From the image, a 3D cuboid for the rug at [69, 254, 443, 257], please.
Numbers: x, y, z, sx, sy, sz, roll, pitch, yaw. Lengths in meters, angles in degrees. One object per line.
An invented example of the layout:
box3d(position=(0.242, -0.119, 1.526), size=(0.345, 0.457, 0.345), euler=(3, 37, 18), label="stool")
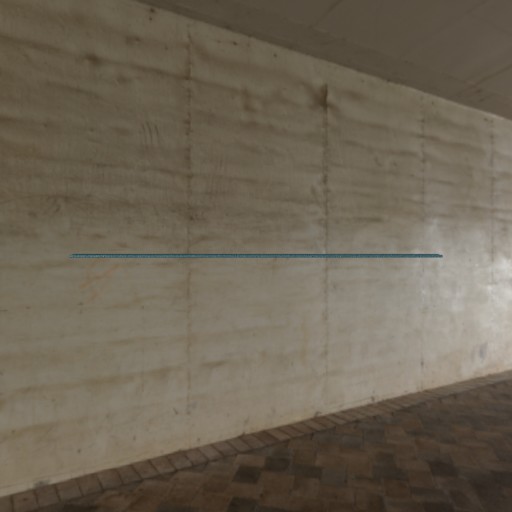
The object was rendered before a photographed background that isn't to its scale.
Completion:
box3d(position=(0.000, 0.000, 2.346), size=(1.211, 0.012, 1.833), euler=(0, 0, 0), label="rug")
